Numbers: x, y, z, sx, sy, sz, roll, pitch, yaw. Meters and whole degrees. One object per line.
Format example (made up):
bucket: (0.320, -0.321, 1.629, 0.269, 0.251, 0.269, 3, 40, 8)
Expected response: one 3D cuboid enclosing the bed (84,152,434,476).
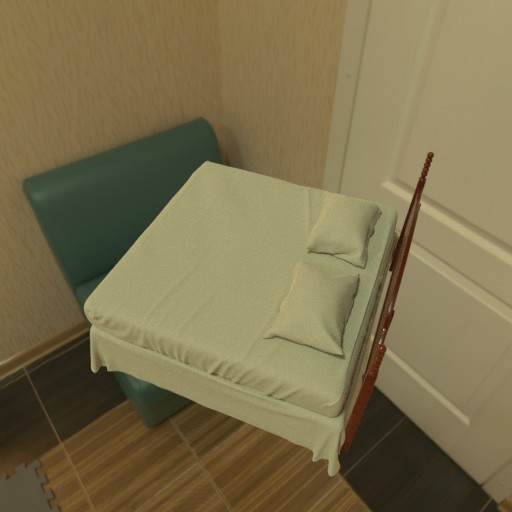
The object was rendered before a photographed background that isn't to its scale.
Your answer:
bed: (0.000, 0.000, 3.578, 2.219, 1.355, 2.322, 17, 49, 15)
